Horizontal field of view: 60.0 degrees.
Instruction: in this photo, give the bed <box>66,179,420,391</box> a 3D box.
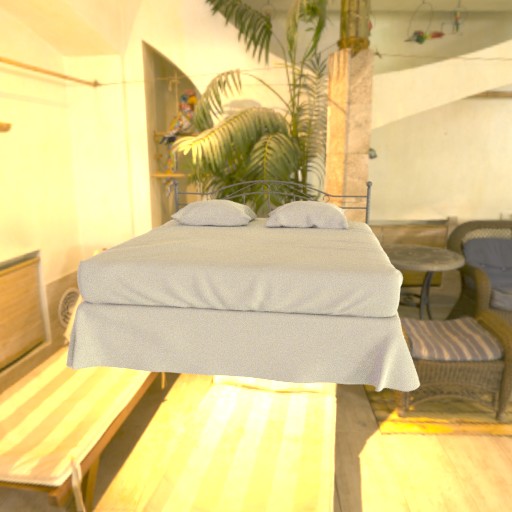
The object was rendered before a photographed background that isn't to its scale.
[{"bbox_3d":[0.000,0.000,3.593,2.309,1.080,2.220,2,13,8],"label":"bed"}]
